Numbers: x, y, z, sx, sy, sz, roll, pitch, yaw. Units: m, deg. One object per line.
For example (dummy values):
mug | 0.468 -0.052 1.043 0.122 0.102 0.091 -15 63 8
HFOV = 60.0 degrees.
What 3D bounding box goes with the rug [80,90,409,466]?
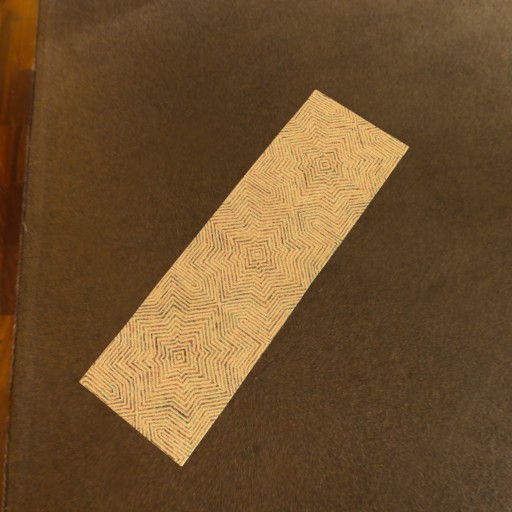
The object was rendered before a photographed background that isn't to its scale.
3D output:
rug | 0.000 0.000 2.777 0.771 0.009 2.443 35 77 9
